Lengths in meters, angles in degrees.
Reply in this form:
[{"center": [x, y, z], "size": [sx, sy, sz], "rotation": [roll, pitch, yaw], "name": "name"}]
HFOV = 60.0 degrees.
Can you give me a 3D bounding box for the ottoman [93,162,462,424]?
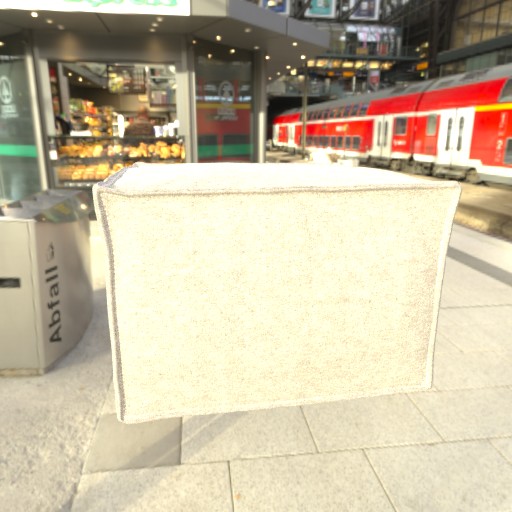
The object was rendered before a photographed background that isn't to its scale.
[{"center": [0.000, 0.000, 1.152], "size": [0.696, 0.470, 0.707], "rotation": [-3, 16, -9], "name": "ottoman"}]
